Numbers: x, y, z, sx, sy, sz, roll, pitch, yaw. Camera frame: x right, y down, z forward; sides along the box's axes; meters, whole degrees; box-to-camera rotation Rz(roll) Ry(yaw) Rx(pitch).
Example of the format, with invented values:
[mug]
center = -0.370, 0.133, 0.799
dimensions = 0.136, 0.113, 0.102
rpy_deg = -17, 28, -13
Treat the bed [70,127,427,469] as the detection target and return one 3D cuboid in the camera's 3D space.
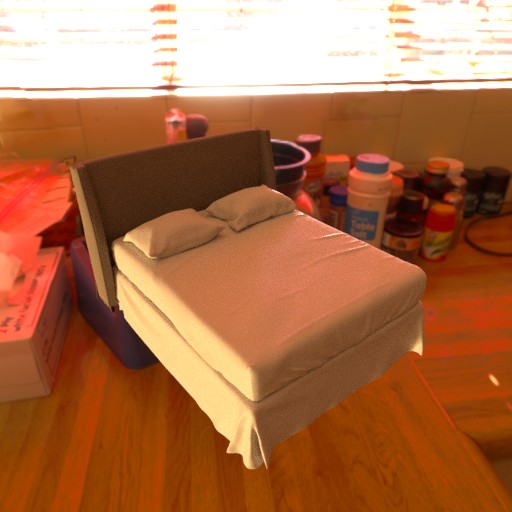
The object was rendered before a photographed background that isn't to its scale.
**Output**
[bed]
center = 0.000, 0.000, 3.477
dimensions = 1.925, 1.332, 2.276
rpy_deg = -21, 36, -32
